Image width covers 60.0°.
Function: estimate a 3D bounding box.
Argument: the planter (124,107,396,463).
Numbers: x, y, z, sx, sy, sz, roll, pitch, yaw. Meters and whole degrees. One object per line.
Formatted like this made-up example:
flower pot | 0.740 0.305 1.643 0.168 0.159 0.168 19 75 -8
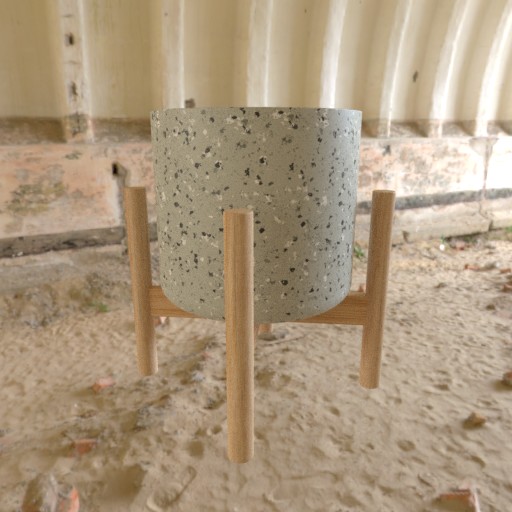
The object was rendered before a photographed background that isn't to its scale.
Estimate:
planter | 0.000 0.000 0.519 0.284 0.320 0.284 8 18 27
